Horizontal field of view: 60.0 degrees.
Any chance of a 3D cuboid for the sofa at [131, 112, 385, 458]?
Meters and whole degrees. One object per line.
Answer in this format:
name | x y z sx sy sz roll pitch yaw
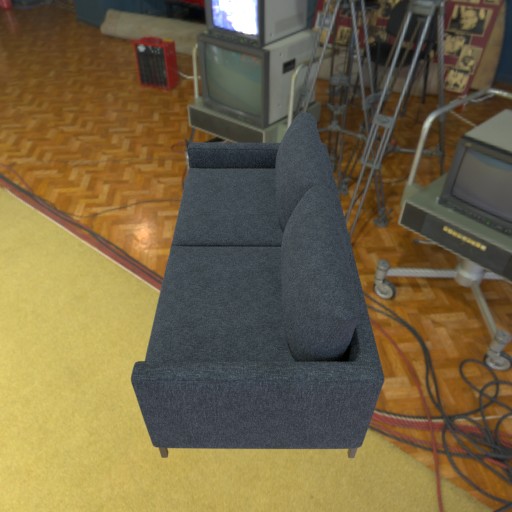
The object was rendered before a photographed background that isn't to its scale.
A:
sofa | 0.000 0.000 2.217 0.866 0.862 1.716 0 41 0
